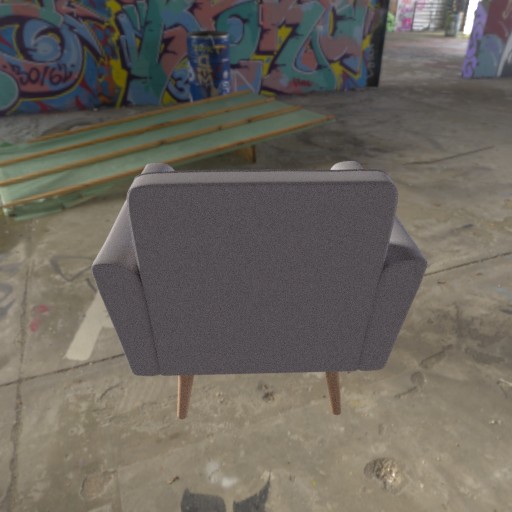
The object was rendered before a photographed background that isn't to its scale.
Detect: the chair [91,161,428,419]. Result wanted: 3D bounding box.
[{"bbox_3d":[0.000,0.000,1.401,0.780,0.780,0.750,-1,30,-2],"label":"chair"}]
